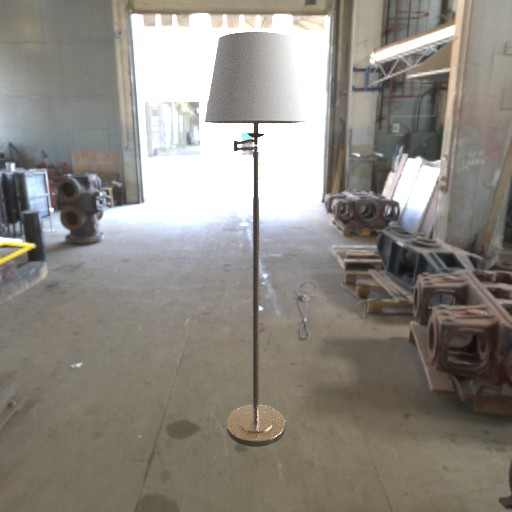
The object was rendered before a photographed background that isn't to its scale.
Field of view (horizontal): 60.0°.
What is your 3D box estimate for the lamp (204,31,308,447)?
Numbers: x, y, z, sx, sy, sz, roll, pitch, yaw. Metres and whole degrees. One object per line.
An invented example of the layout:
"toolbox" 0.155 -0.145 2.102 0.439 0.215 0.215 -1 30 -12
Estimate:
"lamp" 0.000 0.000 1.652 0.355 1.473 0.355 0 15 0
